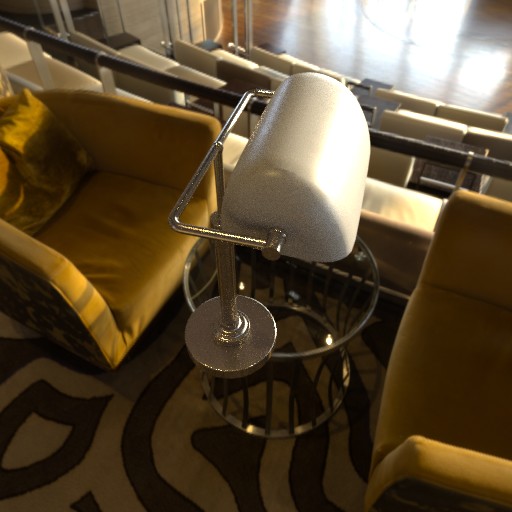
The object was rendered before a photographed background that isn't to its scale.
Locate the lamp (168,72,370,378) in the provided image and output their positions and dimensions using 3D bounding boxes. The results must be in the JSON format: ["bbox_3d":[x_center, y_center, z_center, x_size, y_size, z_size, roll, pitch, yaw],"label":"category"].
[{"bbox_3d":[0.000,0.000,0.559,0.227,0.404,0.269,11,47,11],"label":"lamp"}]
